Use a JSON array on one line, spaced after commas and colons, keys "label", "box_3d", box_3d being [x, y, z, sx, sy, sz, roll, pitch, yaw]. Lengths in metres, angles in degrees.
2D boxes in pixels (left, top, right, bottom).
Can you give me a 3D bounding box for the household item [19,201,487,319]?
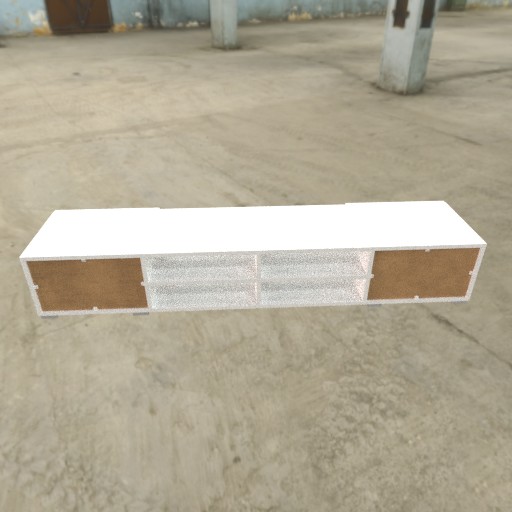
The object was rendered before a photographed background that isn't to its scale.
[{"label": "household item", "box_3d": [0.000, 0.000, 2.010, 1.850, 0.310, 0.420, -2, 32, -3]}]
